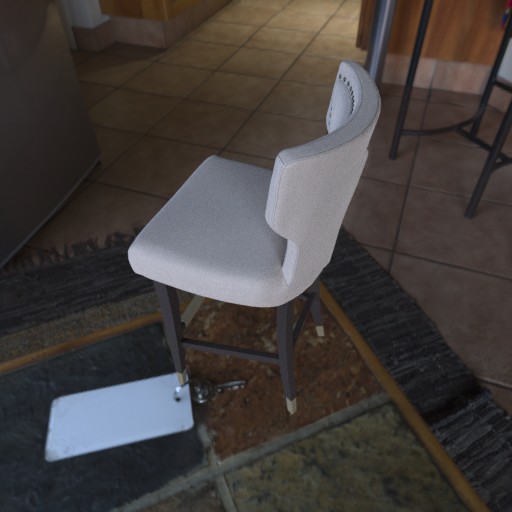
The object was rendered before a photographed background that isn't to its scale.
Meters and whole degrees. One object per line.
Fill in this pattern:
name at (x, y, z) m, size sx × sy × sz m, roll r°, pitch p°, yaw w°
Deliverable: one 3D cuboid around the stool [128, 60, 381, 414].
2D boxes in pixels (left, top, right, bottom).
stool at (0.000, 0.000, 1.399) m, size 0.563 × 1.092 × 0.526 m, roll 17°, pitch 48°, yaw 16°
